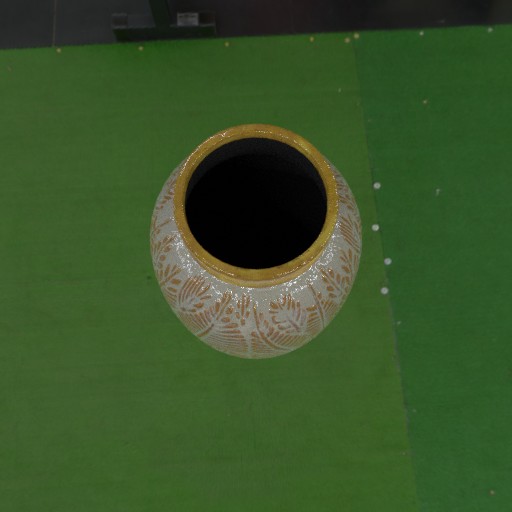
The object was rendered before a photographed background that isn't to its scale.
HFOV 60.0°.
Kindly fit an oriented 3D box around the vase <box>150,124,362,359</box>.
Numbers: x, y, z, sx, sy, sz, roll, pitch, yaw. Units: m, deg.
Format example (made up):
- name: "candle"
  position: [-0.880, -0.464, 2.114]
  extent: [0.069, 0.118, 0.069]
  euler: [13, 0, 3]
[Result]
- name: "vase"
  position: [0.000, 0.000, 0.386]
  extent: [0.172, 0.270, 0.172]
  euler: [0, 76, 0]
